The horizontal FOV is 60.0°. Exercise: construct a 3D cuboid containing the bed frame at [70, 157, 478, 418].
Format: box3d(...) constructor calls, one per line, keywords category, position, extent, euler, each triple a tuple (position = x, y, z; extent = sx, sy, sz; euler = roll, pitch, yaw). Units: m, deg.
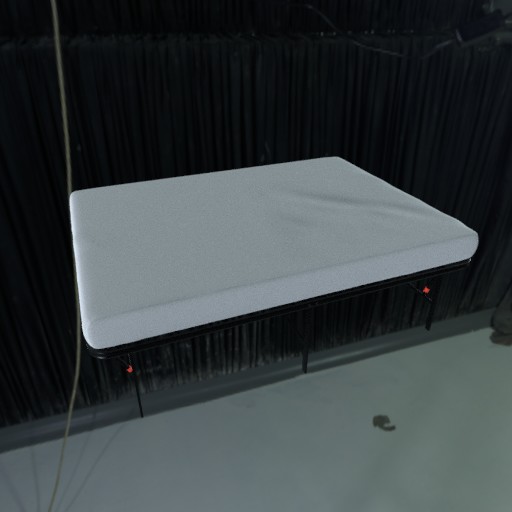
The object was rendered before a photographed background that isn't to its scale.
box3d(category="bed frame", position=(0.000, 0.000, 2.573), extent=(1.905, 0.637, 1.372), euler=(-11, 32, -19))
